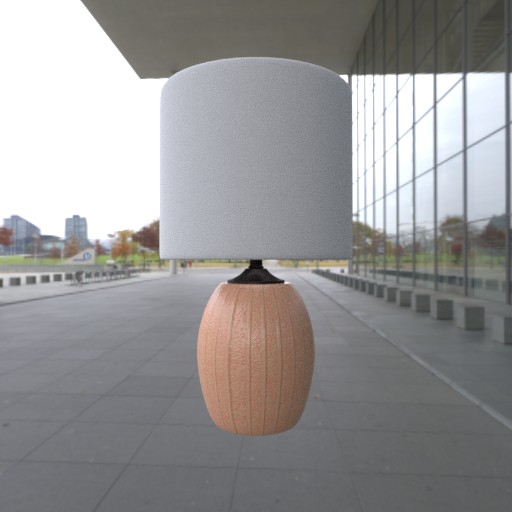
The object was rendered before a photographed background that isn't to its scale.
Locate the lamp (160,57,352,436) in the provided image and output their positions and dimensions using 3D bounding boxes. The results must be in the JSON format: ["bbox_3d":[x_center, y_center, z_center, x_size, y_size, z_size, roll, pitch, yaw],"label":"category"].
[{"bbox_3d":[0.000,0.000,0.773,0.329,0.570,0.329,0,0,0],"label":"lamp"}]
